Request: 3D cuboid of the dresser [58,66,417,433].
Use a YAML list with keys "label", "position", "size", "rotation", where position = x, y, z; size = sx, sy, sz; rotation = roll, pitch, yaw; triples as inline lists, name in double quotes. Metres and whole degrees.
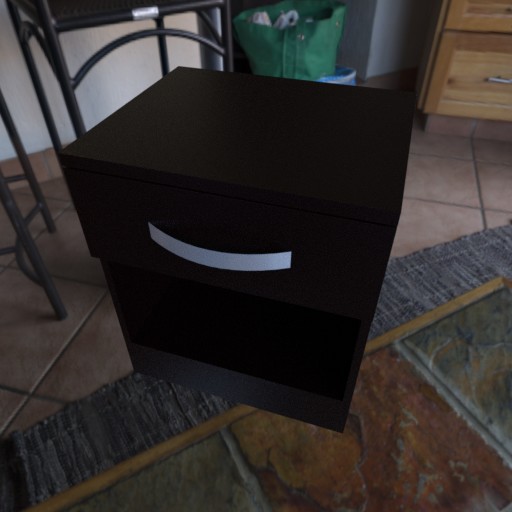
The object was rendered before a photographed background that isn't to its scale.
- label: "dresser"
  position: [0.000, 0.000, 0.747]
  size: [0.400, 0.470, 0.360]
  rotation: [12, 42, 14]
